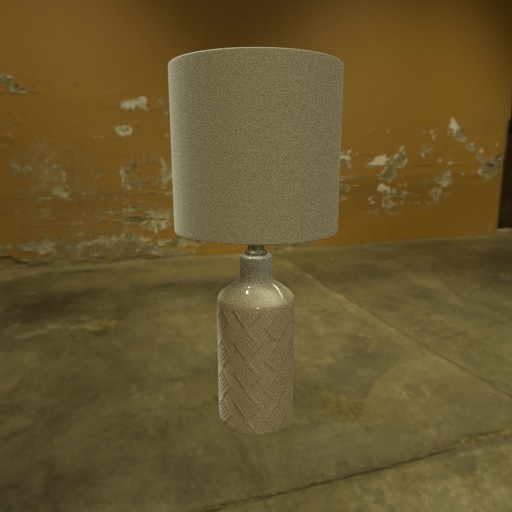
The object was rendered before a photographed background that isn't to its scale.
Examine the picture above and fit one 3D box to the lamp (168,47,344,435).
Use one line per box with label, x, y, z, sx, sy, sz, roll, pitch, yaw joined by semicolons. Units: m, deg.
lamp;0.000;0.000;0.580;0.207;0.461;0.207;6;14;26
